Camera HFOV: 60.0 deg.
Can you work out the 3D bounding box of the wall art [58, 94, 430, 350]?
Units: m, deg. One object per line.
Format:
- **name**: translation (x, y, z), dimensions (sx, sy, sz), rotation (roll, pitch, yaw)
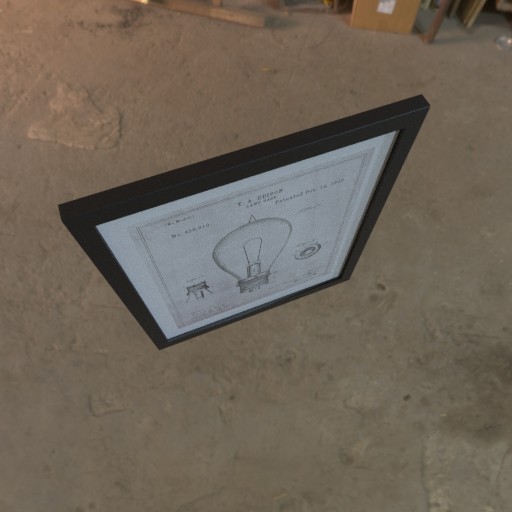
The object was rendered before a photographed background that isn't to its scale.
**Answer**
- **wall art**: translation (0.000, 0.000, 0.714), dimensions (0.430, 0.509, 0.021), rotation (-19, 65, -9)
